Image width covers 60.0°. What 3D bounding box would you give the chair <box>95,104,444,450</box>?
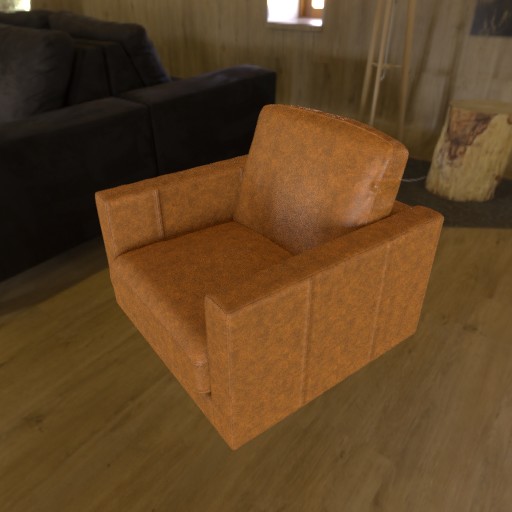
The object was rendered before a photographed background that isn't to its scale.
[{"bbox_3d":[0.000,0.000,1.653,0.909,0.956,0.890,-22,38,-31],"label":"chair"}]
